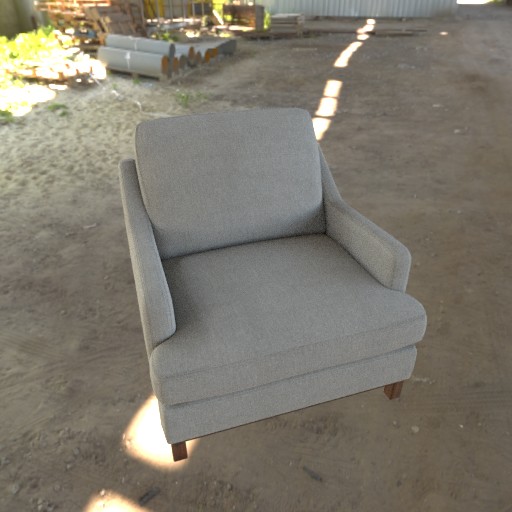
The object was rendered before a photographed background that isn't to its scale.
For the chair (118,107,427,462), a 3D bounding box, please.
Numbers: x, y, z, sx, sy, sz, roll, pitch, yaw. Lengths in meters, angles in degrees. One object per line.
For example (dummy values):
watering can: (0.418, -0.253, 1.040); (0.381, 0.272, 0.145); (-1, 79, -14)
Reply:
chair: (0.000, 0.000, 1.531); (0.826, 0.821, 0.892); (-10, 33, -15)
